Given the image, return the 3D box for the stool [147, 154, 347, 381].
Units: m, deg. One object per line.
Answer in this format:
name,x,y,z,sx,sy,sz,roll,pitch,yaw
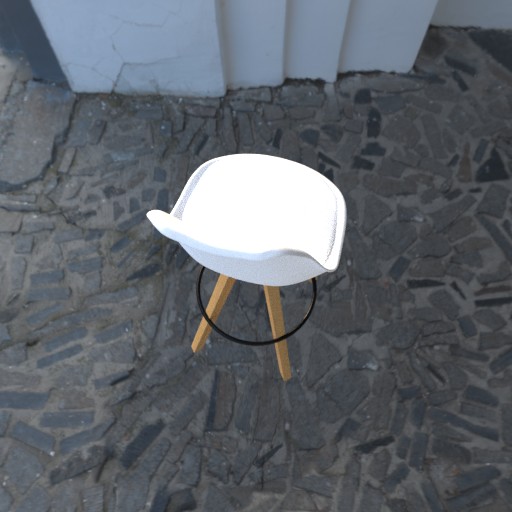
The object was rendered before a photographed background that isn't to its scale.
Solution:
stool,0.000,0.000,1.376,0.482,1.115,0.549,16,65,7
